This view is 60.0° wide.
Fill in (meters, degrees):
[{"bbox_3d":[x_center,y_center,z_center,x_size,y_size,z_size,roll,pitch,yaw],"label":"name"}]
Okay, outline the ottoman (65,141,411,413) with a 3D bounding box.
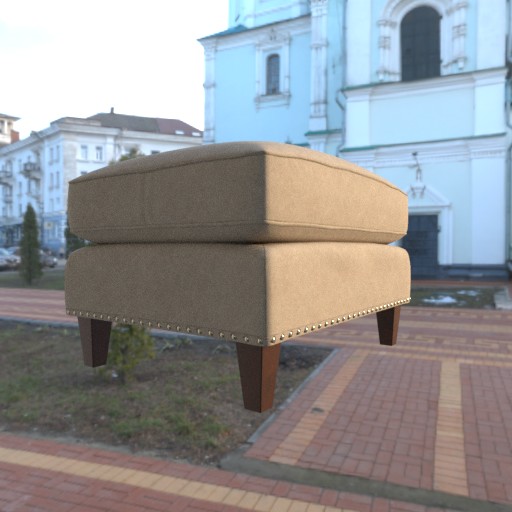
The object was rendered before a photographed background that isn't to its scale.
[{"bbox_3d":[0.000,0.000,1.159,0.584,0.513,0.741,1,1,36],"label":"ottoman"}]
